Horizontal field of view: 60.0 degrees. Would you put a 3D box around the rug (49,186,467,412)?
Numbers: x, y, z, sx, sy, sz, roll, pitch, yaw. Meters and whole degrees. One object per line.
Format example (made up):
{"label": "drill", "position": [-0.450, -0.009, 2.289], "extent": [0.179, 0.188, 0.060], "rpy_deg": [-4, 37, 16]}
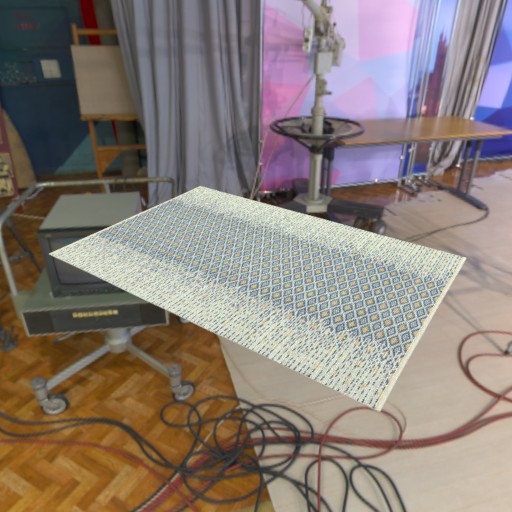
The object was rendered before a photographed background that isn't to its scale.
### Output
{"label": "rug", "position": [0.000, 0.000, 2.328], "extent": [1.828, 0.005, 1.219], "rpy_deg": [19, 35, 30]}
